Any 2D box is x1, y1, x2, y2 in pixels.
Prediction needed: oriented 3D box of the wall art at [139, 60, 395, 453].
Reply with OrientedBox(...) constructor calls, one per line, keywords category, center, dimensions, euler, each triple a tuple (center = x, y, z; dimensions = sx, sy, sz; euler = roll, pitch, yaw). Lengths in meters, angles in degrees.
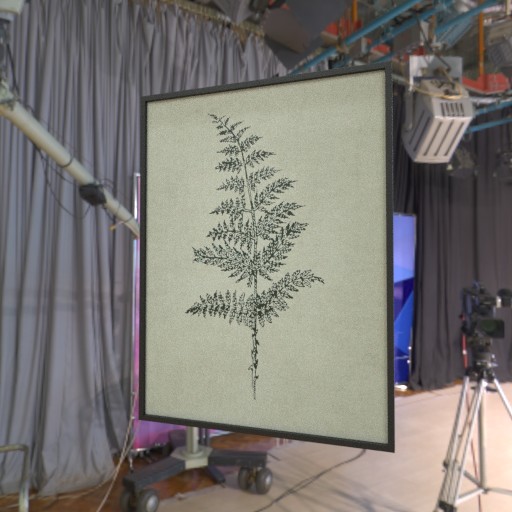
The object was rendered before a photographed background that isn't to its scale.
OrientedBox(category="wall art", center=(0.000, 0.000, 1.354), dimensions=(0.802, 1.070, 0.036), euler=(0, -1, 19))
